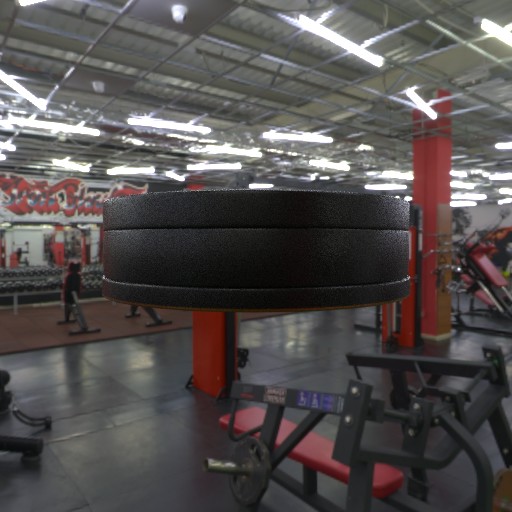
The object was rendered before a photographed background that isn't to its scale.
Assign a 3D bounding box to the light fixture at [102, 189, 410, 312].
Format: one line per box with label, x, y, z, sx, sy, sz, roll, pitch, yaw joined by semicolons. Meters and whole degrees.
light fixture;0.000;0.000;0.430;0.283;0.097;0.283;0;2;0
